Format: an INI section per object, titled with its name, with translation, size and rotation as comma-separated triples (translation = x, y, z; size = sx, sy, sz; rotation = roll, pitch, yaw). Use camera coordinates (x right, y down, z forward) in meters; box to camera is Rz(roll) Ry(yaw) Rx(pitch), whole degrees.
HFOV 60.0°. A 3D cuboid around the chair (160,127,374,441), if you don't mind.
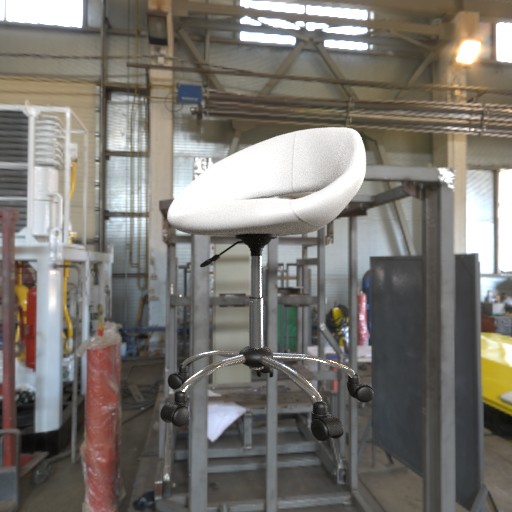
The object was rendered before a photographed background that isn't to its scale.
[chair]
translation = 0.000, 0.000, 1.204
size = 0.612, 0.791, 0.538
rotation = -1, -1, 36
